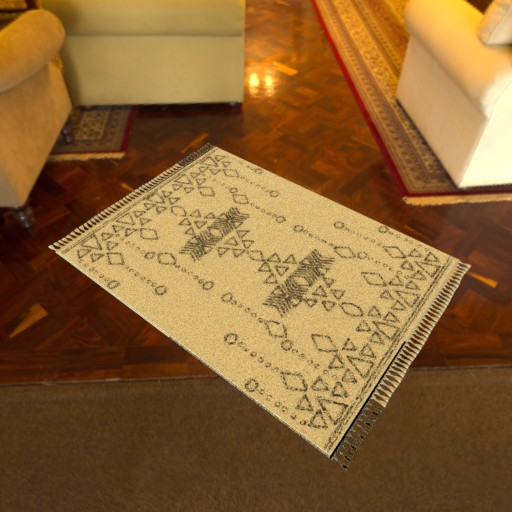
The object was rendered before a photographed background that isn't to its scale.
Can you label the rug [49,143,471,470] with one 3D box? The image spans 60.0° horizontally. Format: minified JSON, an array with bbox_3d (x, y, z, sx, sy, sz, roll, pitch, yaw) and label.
[{"bbox_3d":[0.000,0.000,2.941,2.312,0.013,1.600,30,54,25],"label":"rug"}]
